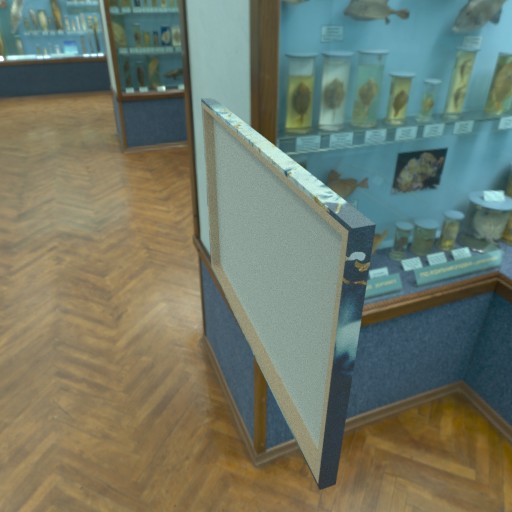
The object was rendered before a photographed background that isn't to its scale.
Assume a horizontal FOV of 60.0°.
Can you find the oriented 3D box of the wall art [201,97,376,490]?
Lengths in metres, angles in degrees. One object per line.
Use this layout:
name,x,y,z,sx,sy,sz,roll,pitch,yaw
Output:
wall art,0.000,0.000,1.137,0.038,0.608,0.912,-10,32,-16
